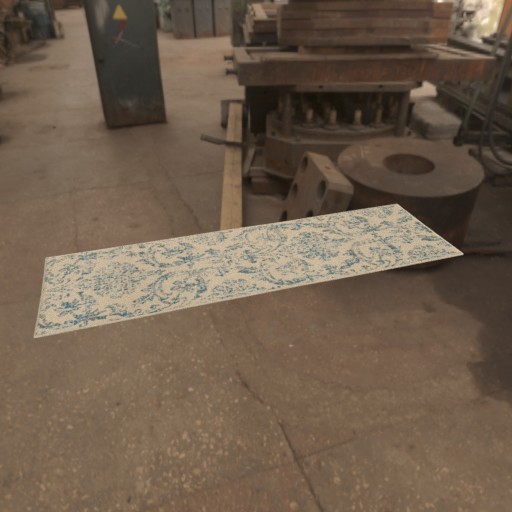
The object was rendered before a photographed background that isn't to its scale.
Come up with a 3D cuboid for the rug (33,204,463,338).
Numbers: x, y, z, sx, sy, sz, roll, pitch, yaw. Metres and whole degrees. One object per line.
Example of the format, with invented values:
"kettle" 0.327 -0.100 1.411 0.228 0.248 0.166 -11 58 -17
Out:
"rug" 0.000 0.000 2.428 2.196 0.011 0.662 -10 34 -15
